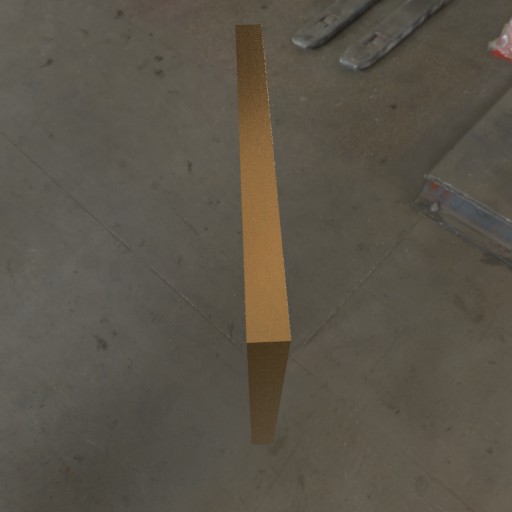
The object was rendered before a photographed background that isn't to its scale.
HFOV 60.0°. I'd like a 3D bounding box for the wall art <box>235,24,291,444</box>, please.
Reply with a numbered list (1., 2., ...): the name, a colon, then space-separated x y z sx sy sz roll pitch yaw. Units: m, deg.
1. wall art: 0.000 0.000 0.750 0.040 0.509 0.509 -2 57 -1
